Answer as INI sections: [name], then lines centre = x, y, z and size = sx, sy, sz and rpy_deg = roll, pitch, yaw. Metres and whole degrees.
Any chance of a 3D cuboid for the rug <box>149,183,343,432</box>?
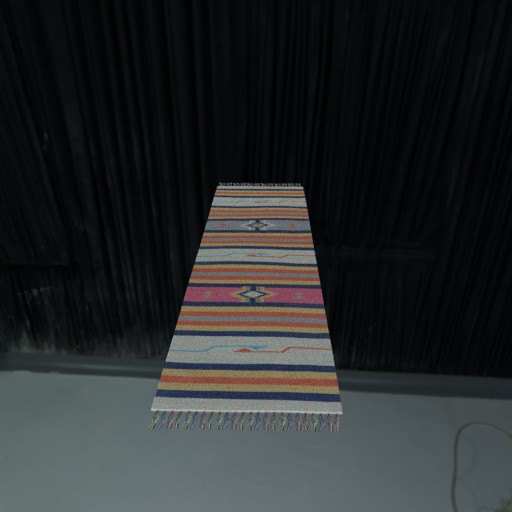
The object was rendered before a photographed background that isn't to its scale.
[rug]
centre = 0.000, 0.000, 2.604
size = 0.695, 0.017, 2.455
rpy_deg = 1, 30, 1
